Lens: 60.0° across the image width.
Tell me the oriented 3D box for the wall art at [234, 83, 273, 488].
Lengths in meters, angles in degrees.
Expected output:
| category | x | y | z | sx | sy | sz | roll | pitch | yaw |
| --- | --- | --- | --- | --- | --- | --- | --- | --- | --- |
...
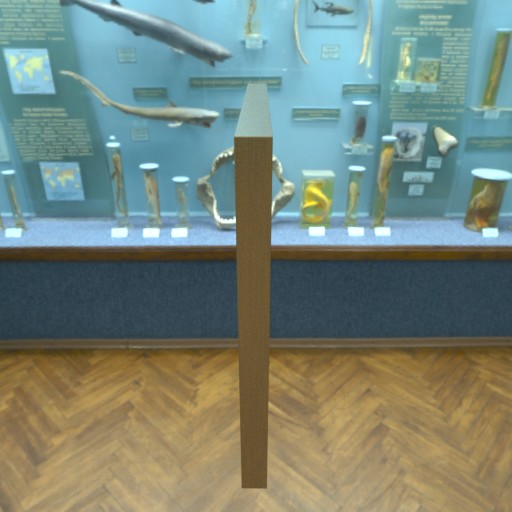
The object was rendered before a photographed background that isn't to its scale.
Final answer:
| category | x | y | z | sx | sy | sz | roll | pitch | yaw |
| --- | --- | --- | --- | --- | --- | --- | --- | --- | --- |
| wall art | 0.000 | 0.000 | 0.758 | 0.037 | 0.505 | 0.505 | 0 | 27 | 1 |
